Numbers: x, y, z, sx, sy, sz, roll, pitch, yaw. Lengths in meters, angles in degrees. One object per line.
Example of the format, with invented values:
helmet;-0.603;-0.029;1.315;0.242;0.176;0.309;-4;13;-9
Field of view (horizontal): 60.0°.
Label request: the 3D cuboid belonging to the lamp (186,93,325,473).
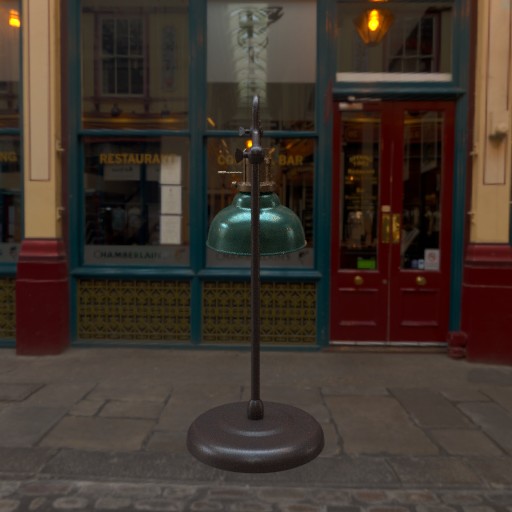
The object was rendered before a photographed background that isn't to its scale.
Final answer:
lamp;0.000;0.000;0.707;0.192;0.508;0.374;0;1;0
